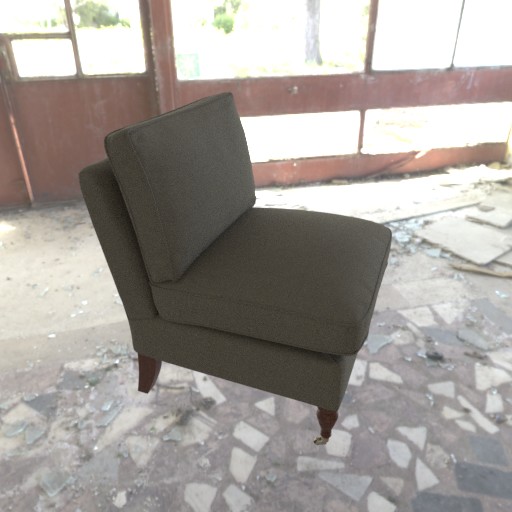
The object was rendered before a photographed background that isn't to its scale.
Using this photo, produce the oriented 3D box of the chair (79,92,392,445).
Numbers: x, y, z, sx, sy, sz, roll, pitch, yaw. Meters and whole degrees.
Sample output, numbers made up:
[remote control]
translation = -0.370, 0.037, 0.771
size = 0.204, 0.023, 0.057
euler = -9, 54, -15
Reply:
[chair]
translation = 0.000, 0.000, 1.662
size = 0.924, 1.045, 0.724
euler = 11, 31, 19
